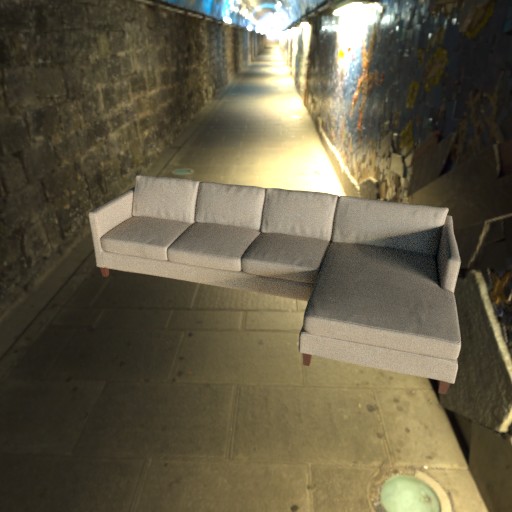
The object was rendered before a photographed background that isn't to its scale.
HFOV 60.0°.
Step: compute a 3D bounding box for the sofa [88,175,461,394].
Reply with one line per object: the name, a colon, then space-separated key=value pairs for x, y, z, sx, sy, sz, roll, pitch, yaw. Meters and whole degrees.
sofa: x=0.000 y=0.000 z=3.824 sx=3.186 sy=0.846 sz=1.625 roll=8 pitch=28 yaw=16
